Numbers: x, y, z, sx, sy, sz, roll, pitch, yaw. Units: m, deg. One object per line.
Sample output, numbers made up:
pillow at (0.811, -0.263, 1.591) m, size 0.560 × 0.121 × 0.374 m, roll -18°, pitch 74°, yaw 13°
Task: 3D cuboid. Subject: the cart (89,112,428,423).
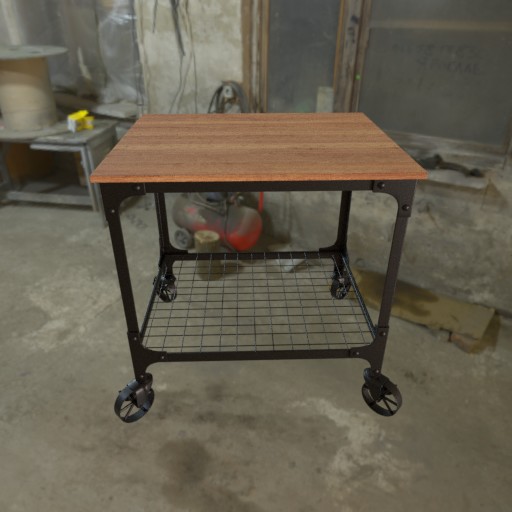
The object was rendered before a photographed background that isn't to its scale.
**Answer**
cart at (0.000, 0.000, 1.127) m, size 0.666 × 0.603 × 0.558 m, roll -1°, pitch 30°, yaw -2°
